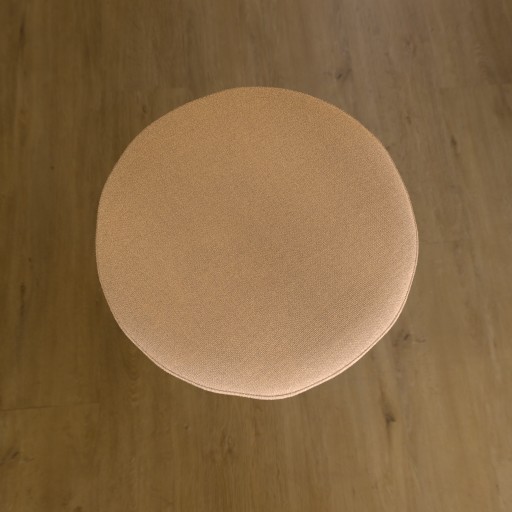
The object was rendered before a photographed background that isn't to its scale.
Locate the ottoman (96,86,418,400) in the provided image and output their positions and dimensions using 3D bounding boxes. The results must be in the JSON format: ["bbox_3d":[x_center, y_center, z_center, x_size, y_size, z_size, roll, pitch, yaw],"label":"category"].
[{"bbox_3d":[0.000,0.000,0.838,0.497,0.409,0.497,0,75,0],"label":"ottoman"}]
